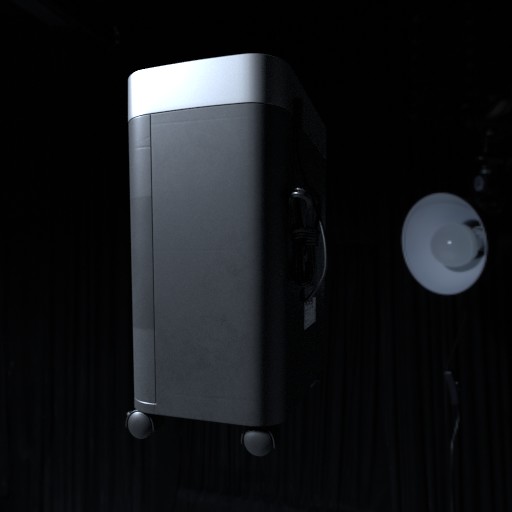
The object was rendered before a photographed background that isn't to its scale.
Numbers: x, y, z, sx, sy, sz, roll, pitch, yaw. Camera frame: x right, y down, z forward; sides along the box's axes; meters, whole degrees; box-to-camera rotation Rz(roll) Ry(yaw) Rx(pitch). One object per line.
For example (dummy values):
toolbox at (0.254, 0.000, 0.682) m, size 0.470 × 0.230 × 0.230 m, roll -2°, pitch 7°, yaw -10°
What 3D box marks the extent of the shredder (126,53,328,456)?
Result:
shredder at (0.000, 0.000, 0.613) m, size 0.237 × 0.419 × 0.311 m, roll 0°, pitch 0°, yaw 18°
